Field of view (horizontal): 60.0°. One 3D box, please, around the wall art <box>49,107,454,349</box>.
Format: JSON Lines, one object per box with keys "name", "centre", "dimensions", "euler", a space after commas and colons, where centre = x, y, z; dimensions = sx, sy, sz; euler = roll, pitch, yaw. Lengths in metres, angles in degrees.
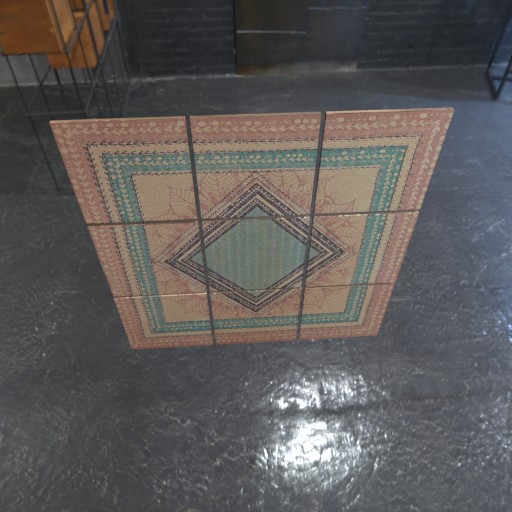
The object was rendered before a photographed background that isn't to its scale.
{"name": "wall art", "centre": [0.000, 0.000, 1.765], "dimensions": [1.215, 1.213, 0.013], "euler": [-3, 46, -3]}
